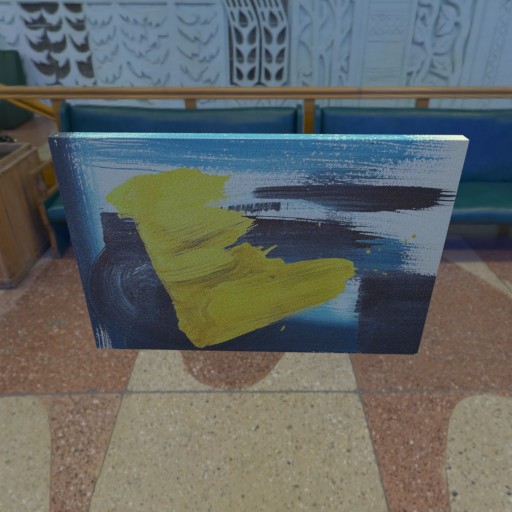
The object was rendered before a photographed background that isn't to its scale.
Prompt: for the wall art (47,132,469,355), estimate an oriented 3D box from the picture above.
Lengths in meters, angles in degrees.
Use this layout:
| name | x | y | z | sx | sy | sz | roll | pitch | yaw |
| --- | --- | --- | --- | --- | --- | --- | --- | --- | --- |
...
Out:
| name | x | y | z | sx | sy | sz | roll | pitch | yaw |
| --- | --- | --- | --- | --- | --- | --- | --- | --- | --- |
| wall art | 0.000 | 0.000 | 1.128 | 0.914 | 0.610 | 0.039 | 1 | 30 | 1 |
